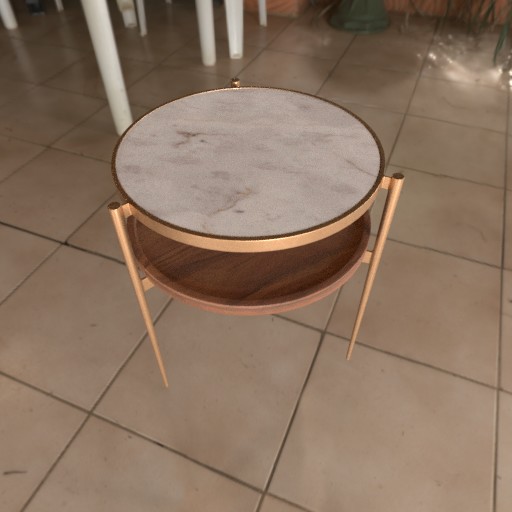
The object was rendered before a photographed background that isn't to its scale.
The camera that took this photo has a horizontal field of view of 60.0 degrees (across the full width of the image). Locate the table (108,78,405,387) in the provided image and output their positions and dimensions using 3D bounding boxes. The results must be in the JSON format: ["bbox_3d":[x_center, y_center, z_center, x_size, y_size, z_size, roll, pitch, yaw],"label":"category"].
[{"bbox_3d":[0.000,0.000,0.868,0.456,0.493,0.430,16,48,15],"label":"table"}]
